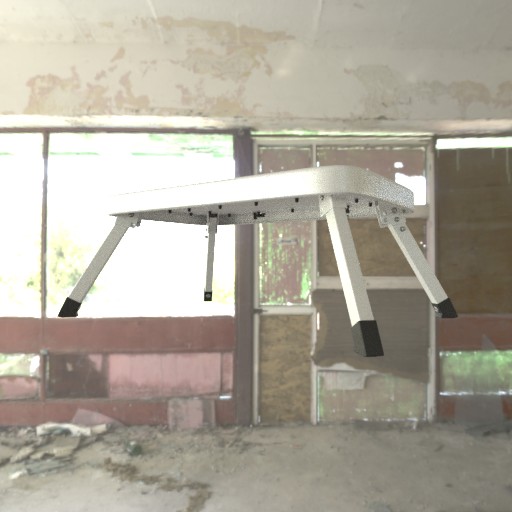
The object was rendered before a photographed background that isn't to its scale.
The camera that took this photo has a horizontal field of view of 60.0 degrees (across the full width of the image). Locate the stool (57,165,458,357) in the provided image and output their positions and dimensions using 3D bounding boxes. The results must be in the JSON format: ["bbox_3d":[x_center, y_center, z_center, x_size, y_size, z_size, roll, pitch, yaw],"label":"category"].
[{"bbox_3d":[0.000,0.000,0.611,0.460,0.170,0.320,0,-1,35],"label":"stool"}]
